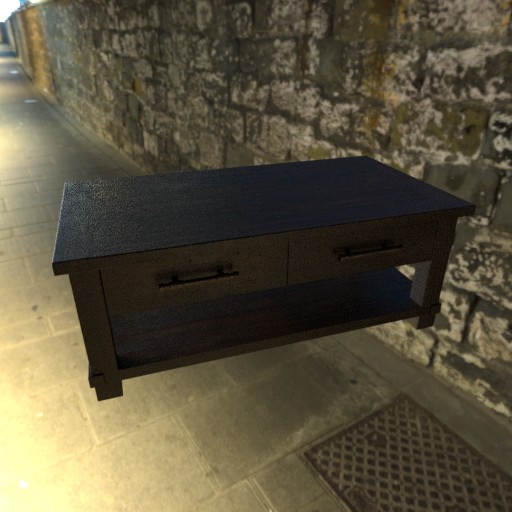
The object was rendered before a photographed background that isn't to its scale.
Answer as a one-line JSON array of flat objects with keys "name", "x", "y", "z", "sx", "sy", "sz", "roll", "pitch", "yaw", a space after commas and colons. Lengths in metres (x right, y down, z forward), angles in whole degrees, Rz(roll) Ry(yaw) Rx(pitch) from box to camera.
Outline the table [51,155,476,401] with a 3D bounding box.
[{"name": "table", "x": 0.000, "y": 0.000, "z": 1.648, "sx": 1.270, "sy": 0.494, "sz": 0.700, "roll": -9, "pitch": 28, "yaw": -16}]
